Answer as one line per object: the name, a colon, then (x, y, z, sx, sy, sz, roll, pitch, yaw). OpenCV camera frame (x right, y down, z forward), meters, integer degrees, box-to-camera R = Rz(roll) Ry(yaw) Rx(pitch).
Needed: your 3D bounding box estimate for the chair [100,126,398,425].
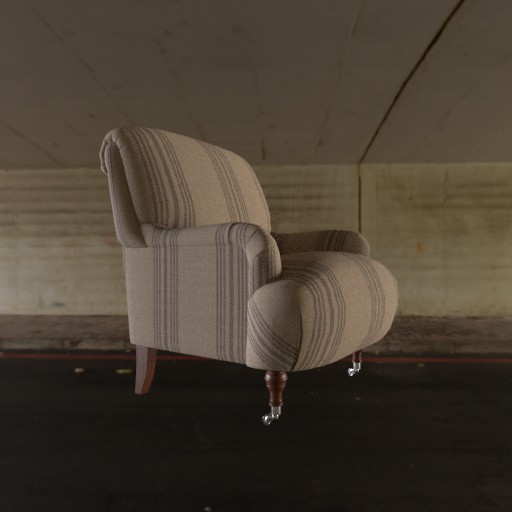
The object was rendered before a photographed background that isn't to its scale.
chair: (0.000, 0.000, 1.619, 0.914, 0.940, 0.813, 0, 0, 35)
